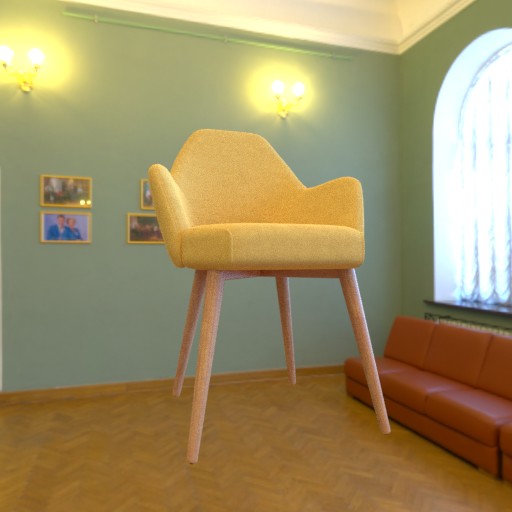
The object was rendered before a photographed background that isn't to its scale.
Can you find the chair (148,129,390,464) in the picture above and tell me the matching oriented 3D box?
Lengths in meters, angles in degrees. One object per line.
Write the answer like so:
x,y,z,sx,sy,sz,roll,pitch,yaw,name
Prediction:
0.000,0.000,1.225,0.590,0.840,0.610,0,0,-19,chair
